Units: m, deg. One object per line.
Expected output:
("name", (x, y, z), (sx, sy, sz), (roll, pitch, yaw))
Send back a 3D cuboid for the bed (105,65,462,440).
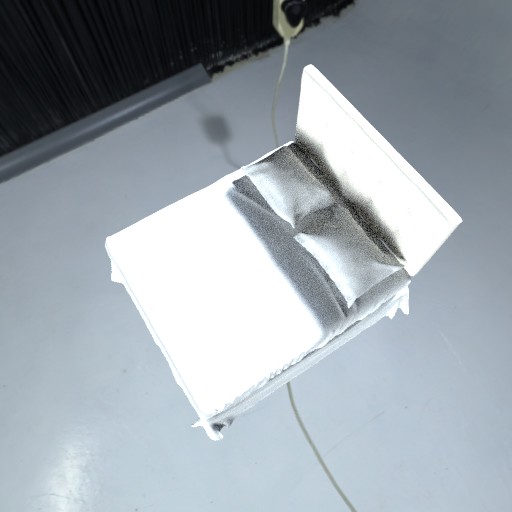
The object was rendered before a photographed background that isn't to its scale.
("bed", (0.000, 0.000, 3.524), (2.222, 1.577, 1.936), (-30, 69, -13))
